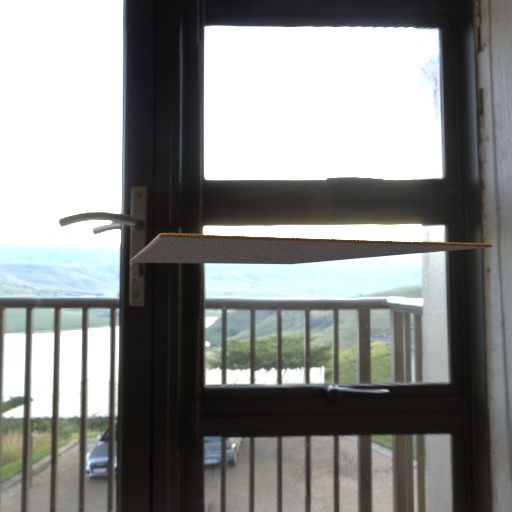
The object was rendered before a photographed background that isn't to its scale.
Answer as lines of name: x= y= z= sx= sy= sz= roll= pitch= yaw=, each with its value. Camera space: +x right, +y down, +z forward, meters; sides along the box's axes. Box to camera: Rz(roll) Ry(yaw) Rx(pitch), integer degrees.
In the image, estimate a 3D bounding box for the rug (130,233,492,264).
rug: x=0.000 y=0.000 z=2.062 sx=1.067 sy=0.013 sz=1.676 roll=1 pitch=-3 yaw=-18
